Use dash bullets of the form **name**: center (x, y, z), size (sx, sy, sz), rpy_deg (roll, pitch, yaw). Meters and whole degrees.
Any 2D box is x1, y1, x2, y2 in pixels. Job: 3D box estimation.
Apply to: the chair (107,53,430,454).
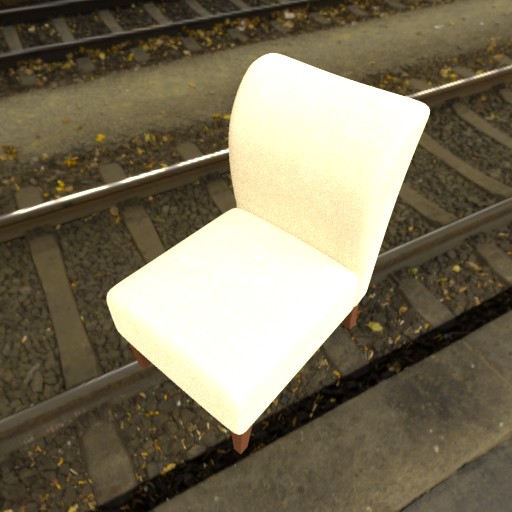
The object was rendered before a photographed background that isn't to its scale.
- **chair**: center (0.000, 0.000, 1.297), size (0.521, 0.833, 0.754), rpy_deg (32, 54, 27)
